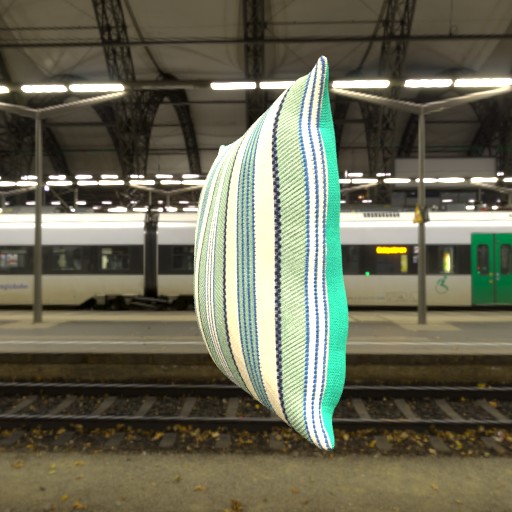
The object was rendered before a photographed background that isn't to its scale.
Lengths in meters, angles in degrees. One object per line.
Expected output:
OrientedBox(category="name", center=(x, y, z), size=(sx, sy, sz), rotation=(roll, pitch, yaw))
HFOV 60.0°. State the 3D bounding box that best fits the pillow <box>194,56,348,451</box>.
OrientedBox(category="pillow", center=(0.000, 0.000, 0.679), size=(0.182, 0.441, 0.440), rotation=(0, -1, -19))
